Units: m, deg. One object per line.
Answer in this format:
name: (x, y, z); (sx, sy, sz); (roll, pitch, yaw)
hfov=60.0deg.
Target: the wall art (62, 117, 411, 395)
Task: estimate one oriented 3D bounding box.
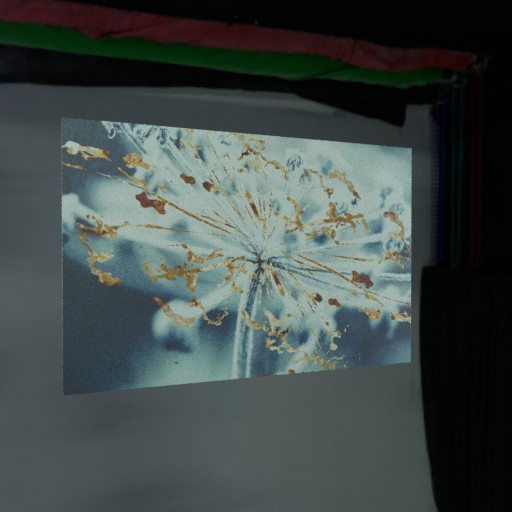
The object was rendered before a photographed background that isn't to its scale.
wall art: (0.000, 0.000, 0.759); (0.607, 0.405, 0.036); (0, 1, -19)
